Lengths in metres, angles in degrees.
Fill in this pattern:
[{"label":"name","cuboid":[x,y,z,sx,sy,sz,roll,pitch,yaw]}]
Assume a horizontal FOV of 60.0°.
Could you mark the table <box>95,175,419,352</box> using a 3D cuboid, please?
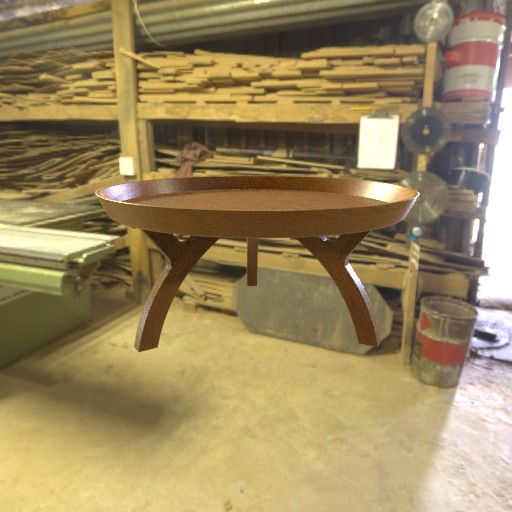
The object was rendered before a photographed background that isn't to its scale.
[{"label":"table","cuboid":[0.000,0.000,1.525,1.016,0.470,1.016,0,15,0]}]
